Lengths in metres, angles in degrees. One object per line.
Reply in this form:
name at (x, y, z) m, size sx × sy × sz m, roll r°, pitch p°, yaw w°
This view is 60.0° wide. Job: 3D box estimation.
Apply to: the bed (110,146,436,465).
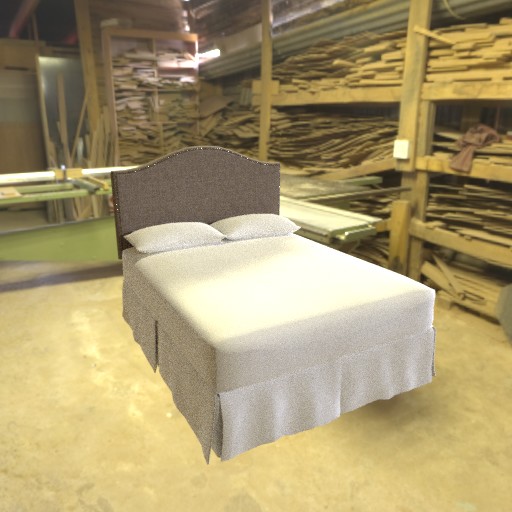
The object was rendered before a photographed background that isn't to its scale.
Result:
bed at (0.000, 0.000, 3.333) m, size 1.713 × 1.518 × 2.153 m, roll -9°, pitch 19°, yaw -28°
